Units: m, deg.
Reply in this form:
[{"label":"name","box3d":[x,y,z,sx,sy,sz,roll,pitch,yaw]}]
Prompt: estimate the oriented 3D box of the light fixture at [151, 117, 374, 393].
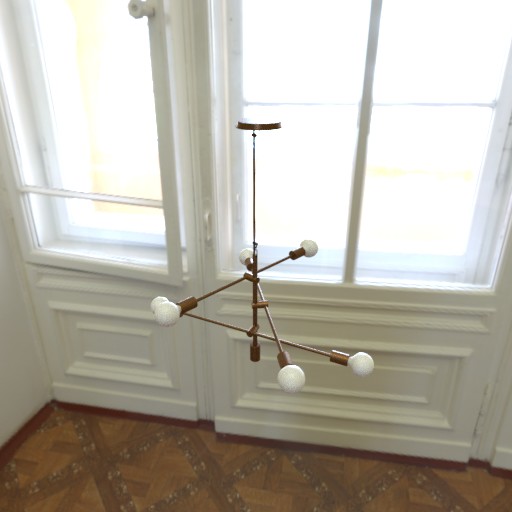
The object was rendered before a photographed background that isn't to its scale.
[{"label":"light fixture","box3d":[0.000,0.000,1.258,0.637,0.744,0.682,-16,30,-31]}]
